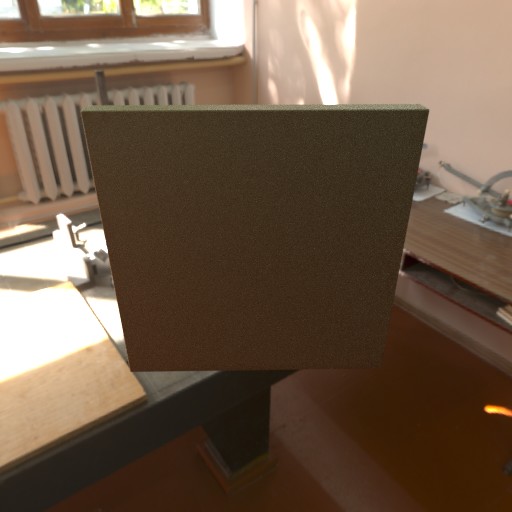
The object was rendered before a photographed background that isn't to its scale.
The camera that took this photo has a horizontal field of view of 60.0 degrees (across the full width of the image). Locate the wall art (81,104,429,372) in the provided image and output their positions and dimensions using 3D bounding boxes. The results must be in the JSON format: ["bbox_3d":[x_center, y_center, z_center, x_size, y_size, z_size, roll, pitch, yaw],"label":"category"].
[{"bbox_3d":[0.000,0.000,0.781,0.503,0.506,0.040,-1,30,-1],"label":"wall art"}]
